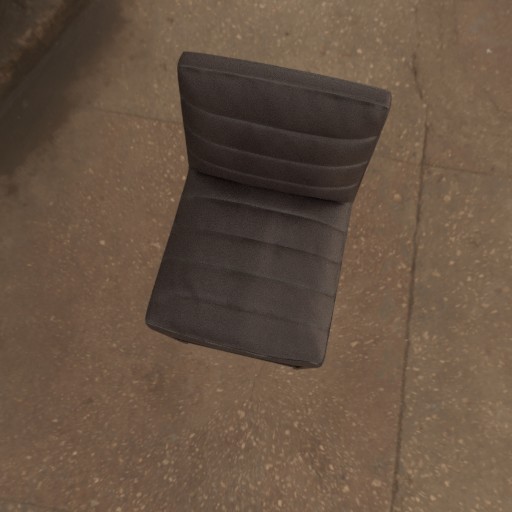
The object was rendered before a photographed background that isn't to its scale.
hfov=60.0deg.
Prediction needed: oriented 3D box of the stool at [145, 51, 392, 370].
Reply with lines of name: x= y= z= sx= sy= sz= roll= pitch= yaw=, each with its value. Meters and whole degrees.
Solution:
stool: x=0.000 y=0.000 z=1.269 sx=0.463 sy=0.946 sz=0.562 roll=12 pitch=75 yaw=3
